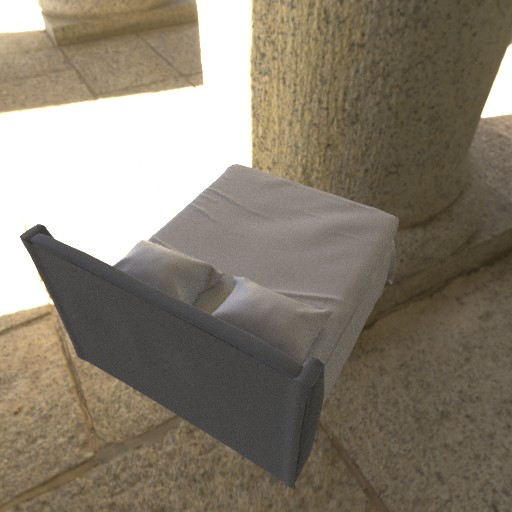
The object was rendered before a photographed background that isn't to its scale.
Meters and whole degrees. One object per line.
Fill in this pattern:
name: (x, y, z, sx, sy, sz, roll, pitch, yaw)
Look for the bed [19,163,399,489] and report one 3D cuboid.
bed: (0.000, 0.000, 3.376, 1.925, 1.332, 2.276, 23, 49, 21)
